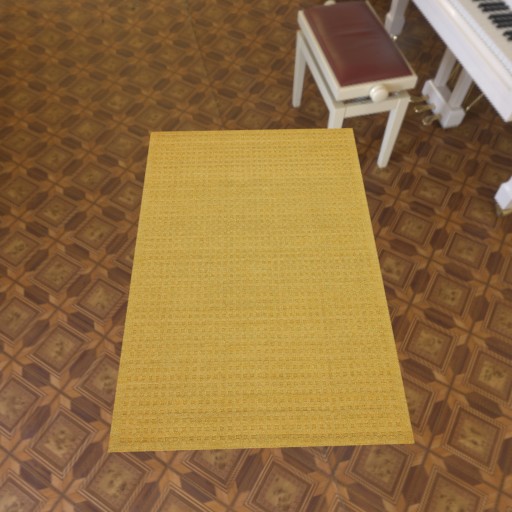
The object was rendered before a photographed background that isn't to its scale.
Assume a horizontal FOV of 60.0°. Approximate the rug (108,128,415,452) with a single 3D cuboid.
[{"bbox_3d":[0.000,0.000,3.612,1.981,0.006,2.895,-1,59,-1],"label":"rug"}]
